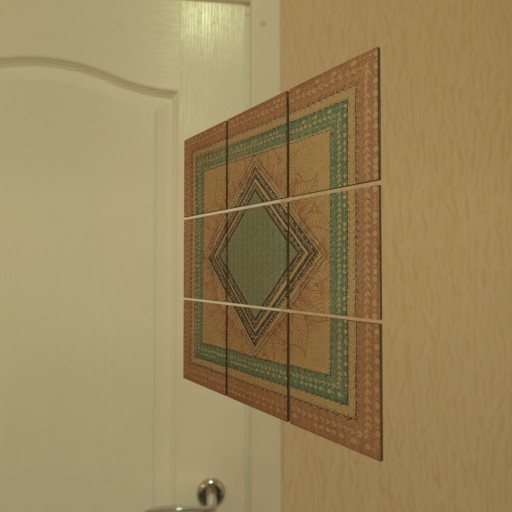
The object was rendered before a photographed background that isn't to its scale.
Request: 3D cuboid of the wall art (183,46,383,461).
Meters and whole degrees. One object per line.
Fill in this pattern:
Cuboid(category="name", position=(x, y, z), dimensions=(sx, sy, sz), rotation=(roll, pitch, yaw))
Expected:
Cuboid(category="wall art", position=(0.000, 0.000, 1.784), dimensions=(0.013, 1.213, 1.215), rotation=(1, -2, -37))
